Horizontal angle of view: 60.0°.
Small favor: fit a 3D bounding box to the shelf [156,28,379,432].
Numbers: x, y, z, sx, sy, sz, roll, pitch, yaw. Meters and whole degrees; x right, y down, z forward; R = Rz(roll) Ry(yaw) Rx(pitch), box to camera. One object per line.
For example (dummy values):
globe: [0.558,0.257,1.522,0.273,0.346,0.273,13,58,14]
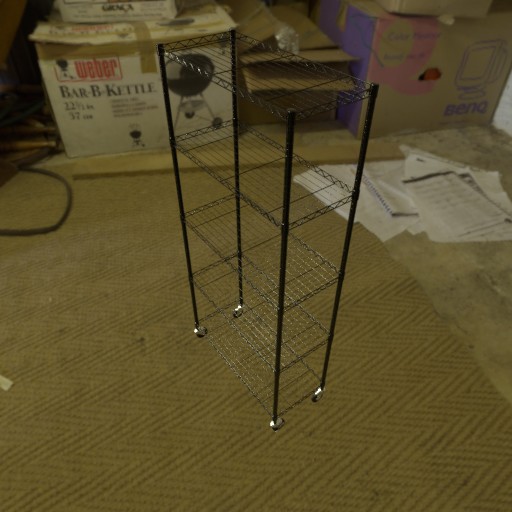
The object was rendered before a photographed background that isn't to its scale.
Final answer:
shelf: [0.000,0.000,1.952,0.356,1.645,0.762,-26,47,-27]
